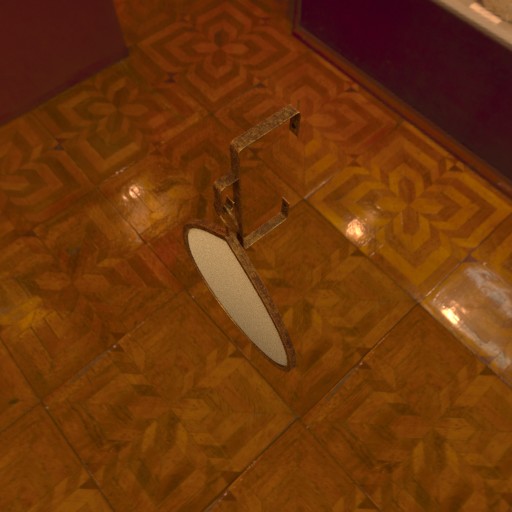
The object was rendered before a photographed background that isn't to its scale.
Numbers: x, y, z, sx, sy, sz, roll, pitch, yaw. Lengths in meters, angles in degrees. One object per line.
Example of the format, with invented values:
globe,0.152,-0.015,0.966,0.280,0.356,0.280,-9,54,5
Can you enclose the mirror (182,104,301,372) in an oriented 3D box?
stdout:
mirror,0.000,0.000,0.914,0.144,0.744,0.405,-37,70,-16
